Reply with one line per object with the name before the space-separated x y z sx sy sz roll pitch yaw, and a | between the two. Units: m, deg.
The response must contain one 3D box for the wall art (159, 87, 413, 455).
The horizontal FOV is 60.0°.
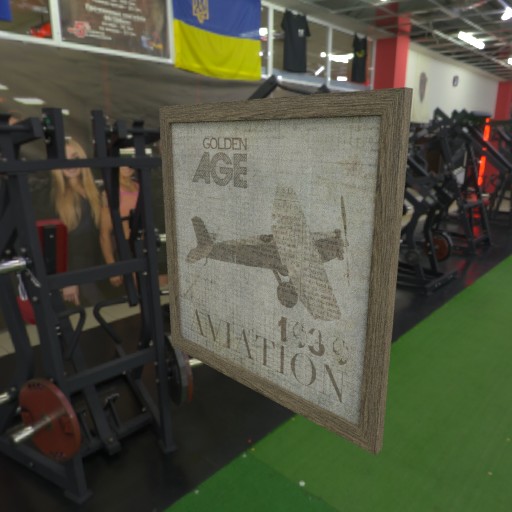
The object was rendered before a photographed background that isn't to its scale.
wall art | 0.000 0.000 0.762 0.508 0.508 0.019 14 21 42
